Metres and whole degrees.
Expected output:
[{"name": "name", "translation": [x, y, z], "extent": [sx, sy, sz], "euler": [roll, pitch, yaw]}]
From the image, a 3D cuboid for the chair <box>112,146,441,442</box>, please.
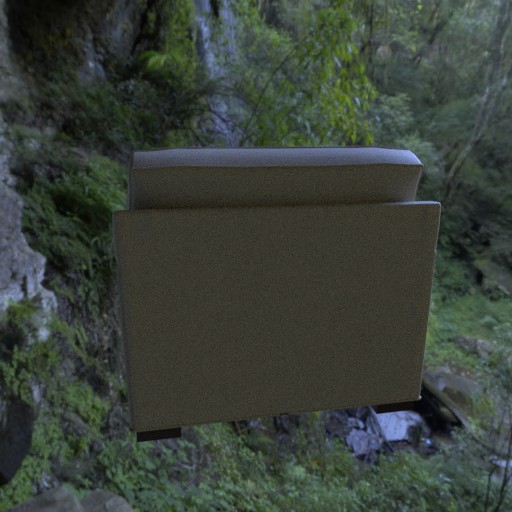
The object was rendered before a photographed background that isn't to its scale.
[{"name": "chair", "translation": [0.000, 0.000, 1.852], "extent": [0.998, 0.913, 1.043], "euler": [-3, 16, -10]}]
